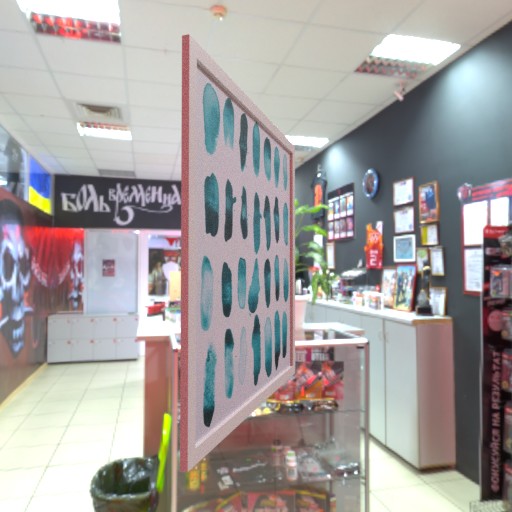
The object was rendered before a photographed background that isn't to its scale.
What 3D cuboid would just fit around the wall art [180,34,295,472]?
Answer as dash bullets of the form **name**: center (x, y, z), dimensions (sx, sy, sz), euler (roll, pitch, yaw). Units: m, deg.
- **wall art**: center (0.000, 0.000, 0.678), dimensions (0.009, 0.457, 0.456), euler (-1, -2, 19)
